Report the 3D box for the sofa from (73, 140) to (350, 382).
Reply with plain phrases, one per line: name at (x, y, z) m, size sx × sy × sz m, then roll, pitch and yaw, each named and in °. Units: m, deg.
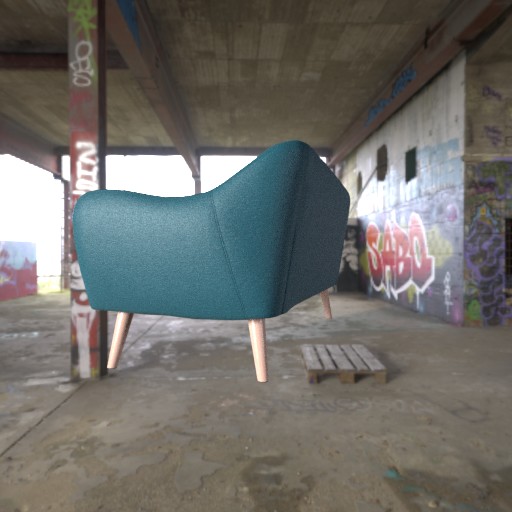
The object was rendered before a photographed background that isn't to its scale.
sofa at (0.000, 0.000, 2.293) m, size 0.820 × 0.836 × 1.840 m, roll 0°, pitch 0°, yaw 18°
